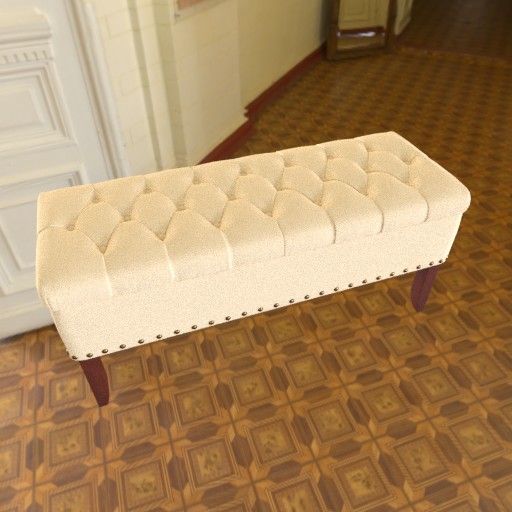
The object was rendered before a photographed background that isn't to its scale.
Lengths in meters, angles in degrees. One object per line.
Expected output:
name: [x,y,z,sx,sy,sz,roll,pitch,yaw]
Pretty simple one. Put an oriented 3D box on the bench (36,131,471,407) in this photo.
bench: [0.000,0.000,1.270,1.054,0.470,0.400,-13,43,-15]
